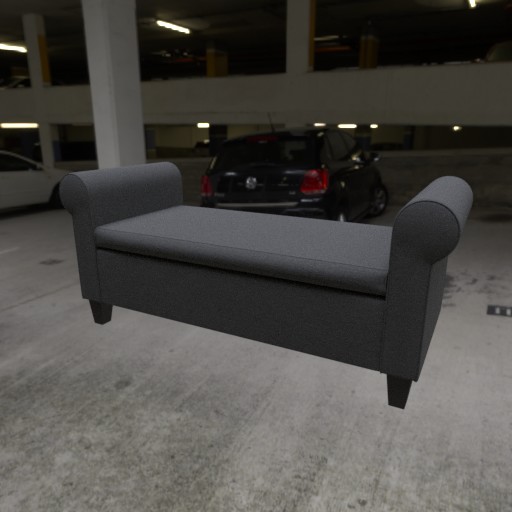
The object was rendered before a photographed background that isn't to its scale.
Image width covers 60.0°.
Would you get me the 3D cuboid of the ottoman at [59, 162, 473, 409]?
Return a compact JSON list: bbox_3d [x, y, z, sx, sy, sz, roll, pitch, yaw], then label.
[{"bbox_3d":[0.000,0.000,1.500,1.256,0.547,0.521,9,19,27],"label":"ottoman"}]
